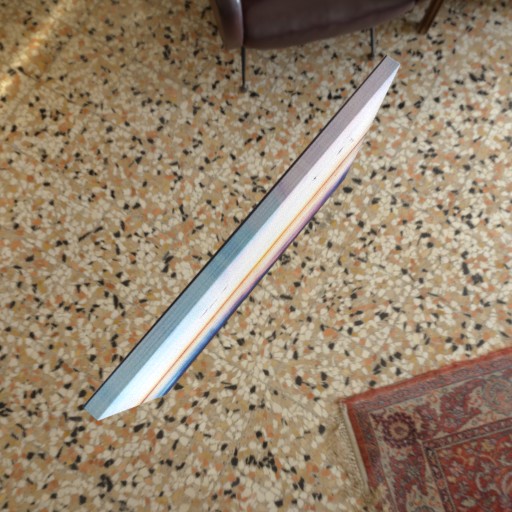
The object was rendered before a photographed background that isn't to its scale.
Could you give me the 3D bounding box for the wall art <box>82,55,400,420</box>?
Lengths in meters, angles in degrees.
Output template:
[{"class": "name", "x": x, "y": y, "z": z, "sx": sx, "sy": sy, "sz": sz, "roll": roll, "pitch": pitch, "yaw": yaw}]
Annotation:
[{"class": "wall art", "x": 0.000, "y": 0.000, "z": 1.143, "sx": 0.037, "sy": 0.605, "sz": 0.911, "roll": 39, "pitch": 80, "yaw": 8}]
